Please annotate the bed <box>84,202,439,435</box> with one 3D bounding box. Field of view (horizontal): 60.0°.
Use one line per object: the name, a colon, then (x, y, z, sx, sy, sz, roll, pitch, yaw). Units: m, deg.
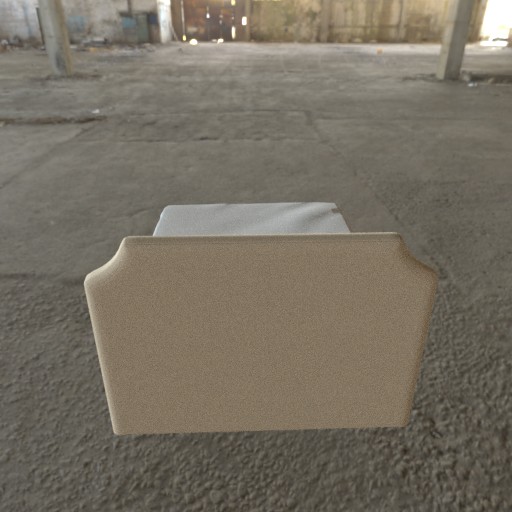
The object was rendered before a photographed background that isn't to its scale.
bed: (0.000, 0.000, 3.886, 2.134, 1.524, 2.548, -1, 28, -2)
